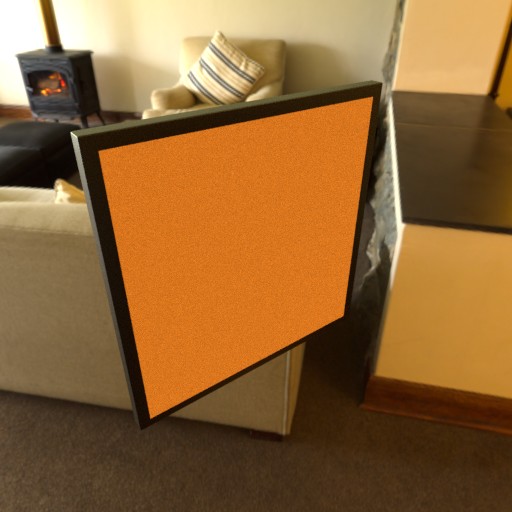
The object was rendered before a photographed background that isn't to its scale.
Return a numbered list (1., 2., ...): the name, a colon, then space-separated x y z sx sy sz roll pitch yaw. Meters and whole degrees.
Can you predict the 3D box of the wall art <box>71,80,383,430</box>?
1. wall art: 0.000 0.000 1.132 0.755 0.761 0.038 -21 38 -30
